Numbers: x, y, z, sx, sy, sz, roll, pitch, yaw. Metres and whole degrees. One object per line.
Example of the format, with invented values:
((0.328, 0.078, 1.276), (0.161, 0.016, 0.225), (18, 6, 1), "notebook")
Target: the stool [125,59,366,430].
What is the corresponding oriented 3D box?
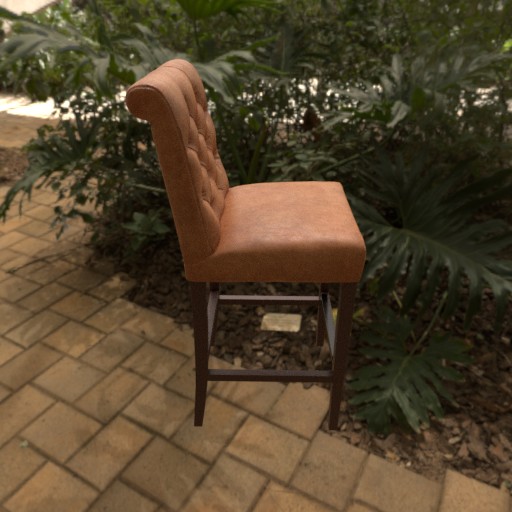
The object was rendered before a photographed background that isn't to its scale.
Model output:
((0.000, 0.000, 1.451), (0.601, 1.140, 0.493), (1, 30, 1), "stool")
